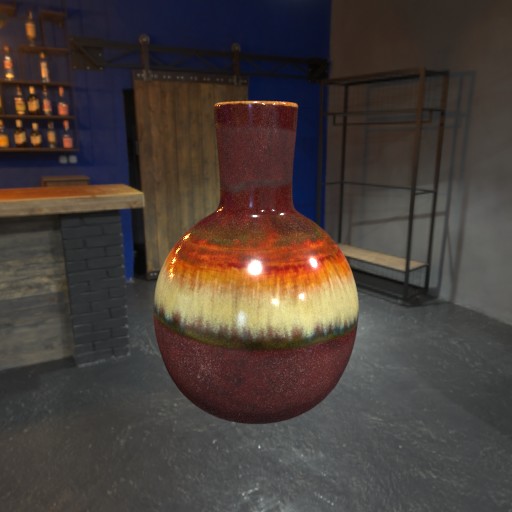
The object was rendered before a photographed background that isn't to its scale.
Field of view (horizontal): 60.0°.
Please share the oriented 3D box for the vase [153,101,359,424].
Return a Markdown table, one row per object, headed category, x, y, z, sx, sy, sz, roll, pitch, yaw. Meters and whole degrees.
| category | x | y | z | sx | sy | sz | roll | pitch | yaw |
| --- | --- | --- | --- | --- | --- | --- | --- | --- | --- |
| vase | 0.000 | 0.000 | 0.238 | 0.111 | 0.154 | 0.111 | 0 | 15 | 0 |
